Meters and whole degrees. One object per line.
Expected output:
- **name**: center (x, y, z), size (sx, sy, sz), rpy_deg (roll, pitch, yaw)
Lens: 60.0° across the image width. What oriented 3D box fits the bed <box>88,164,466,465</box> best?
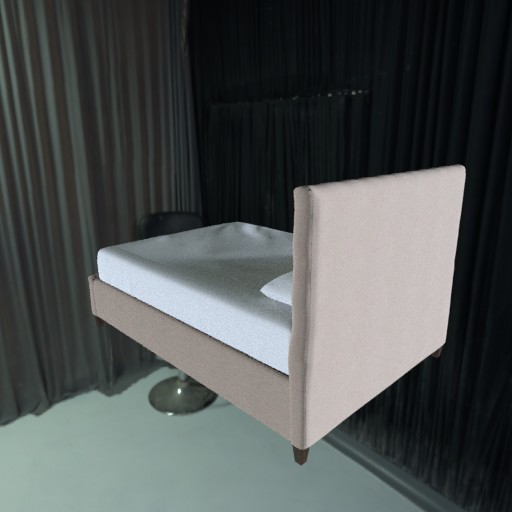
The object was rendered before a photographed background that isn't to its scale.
- **bed**: center (0.000, 0.000, 3.425), size (1.698, 1.427, 2.387), rpy_deg (-15, 22, -42)
